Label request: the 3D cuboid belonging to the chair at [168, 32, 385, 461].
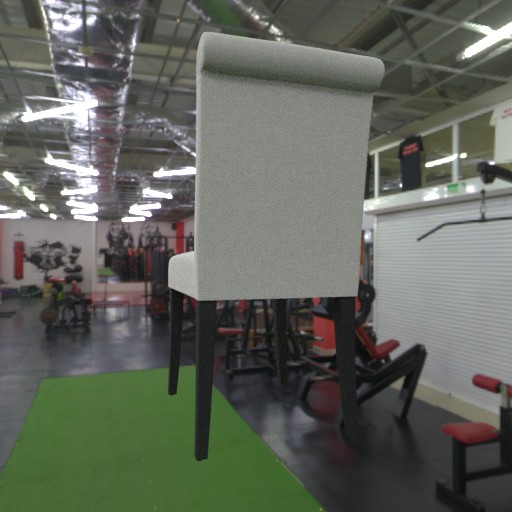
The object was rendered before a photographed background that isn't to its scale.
[{"bbox_3d":[0.000,0.000,1.333,0.452,0.976,0.708,0,0,-17],"label":"chair"}]
